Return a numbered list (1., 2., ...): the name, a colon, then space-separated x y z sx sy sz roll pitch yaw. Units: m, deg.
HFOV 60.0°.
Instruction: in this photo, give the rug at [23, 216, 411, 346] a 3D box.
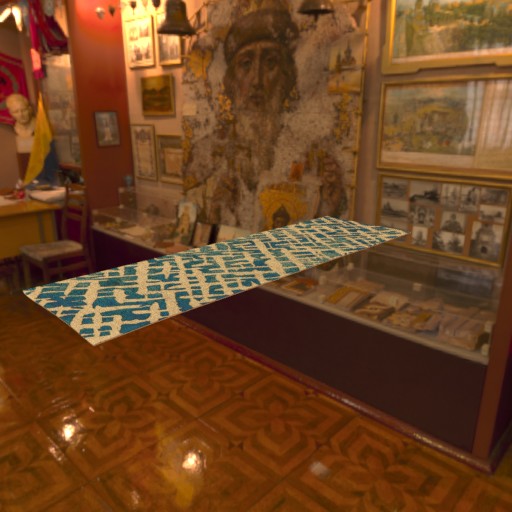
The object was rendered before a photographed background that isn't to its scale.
1. rug: 0.000 0.000 2.716 2.446 0.011 0.768 -16 24 -42
